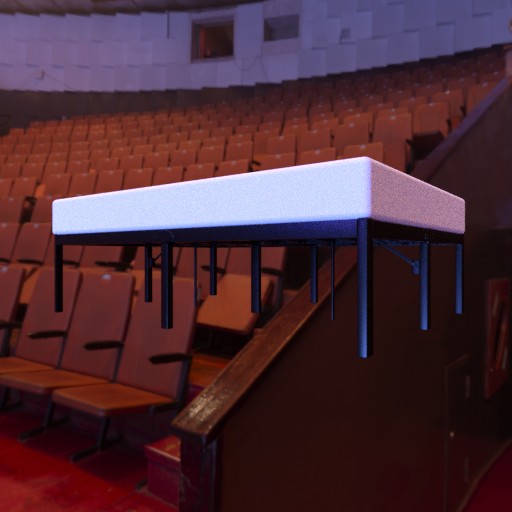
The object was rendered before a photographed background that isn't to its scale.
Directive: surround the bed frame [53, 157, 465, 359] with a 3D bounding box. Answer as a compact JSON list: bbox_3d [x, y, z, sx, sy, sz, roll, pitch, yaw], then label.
[{"bbox_3d":[0.000,0.000,2.569,1.956,0.659,1.408,0,0,37],"label":"bed frame"}]
